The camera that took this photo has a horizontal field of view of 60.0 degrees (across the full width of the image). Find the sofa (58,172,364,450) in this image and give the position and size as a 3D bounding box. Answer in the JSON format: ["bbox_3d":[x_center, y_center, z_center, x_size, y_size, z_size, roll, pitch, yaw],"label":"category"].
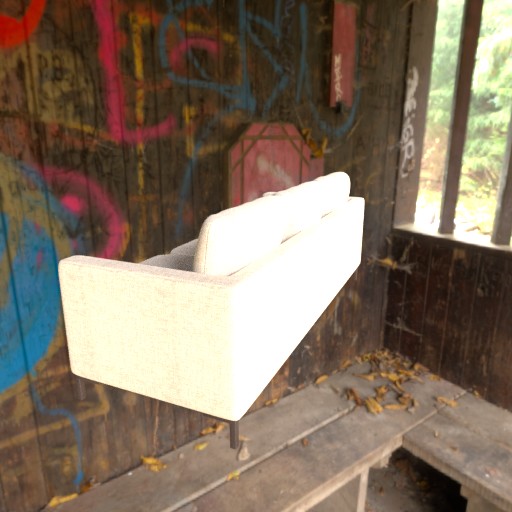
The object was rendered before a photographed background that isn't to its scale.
[{"bbox_3d":[0.000,0.000,2.691,0.859,0.874,2.218,7,18,23],"label":"sofa"}]
